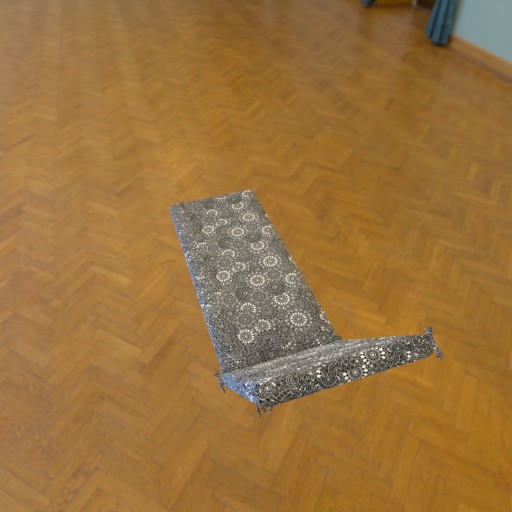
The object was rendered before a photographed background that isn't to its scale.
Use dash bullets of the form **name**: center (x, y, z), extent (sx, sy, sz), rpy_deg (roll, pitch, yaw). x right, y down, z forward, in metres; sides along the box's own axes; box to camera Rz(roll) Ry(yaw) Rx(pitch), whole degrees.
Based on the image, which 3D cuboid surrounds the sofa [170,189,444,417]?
- **sofa**: center (0.000, 0.000, 1.912), extent (0.582, 0.622, 1.663), rpy_deg (-13, 44, -14)
